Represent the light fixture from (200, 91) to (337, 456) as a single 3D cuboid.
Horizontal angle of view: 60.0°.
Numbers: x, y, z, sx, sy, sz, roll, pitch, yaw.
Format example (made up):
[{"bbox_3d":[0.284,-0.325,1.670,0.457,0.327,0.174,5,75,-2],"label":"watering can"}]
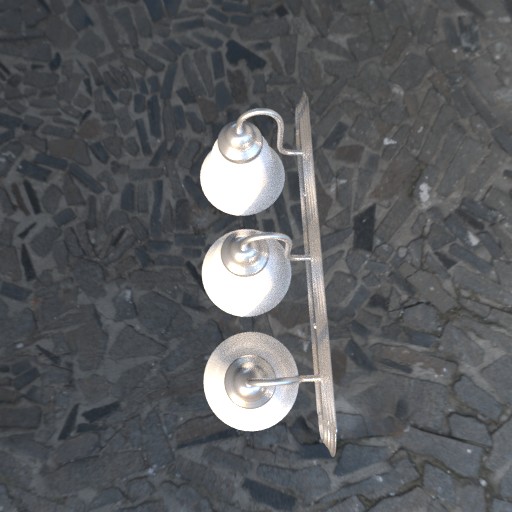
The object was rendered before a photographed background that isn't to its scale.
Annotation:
[{"bbox_3d":[0.000,0.000,0.708,0.199,0.222,0.610,-3,75,-1],"label":"light fixture"}]
